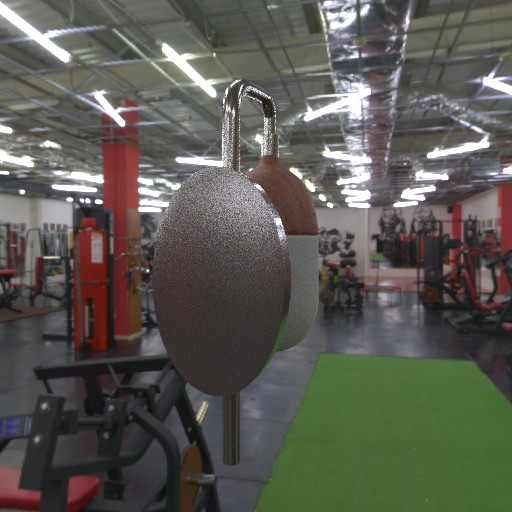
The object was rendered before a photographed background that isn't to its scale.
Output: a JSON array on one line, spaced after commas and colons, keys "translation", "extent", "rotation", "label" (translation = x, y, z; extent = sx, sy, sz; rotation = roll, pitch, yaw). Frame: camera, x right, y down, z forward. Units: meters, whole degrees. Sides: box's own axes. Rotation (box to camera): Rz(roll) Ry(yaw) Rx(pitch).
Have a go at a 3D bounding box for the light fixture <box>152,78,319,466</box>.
[{"translation": [0.000, 0.000, 0.439], "extent": [0.108, 0.343, 0.216], "rotation": [0, 2, 17], "label": "light fixture"}]
